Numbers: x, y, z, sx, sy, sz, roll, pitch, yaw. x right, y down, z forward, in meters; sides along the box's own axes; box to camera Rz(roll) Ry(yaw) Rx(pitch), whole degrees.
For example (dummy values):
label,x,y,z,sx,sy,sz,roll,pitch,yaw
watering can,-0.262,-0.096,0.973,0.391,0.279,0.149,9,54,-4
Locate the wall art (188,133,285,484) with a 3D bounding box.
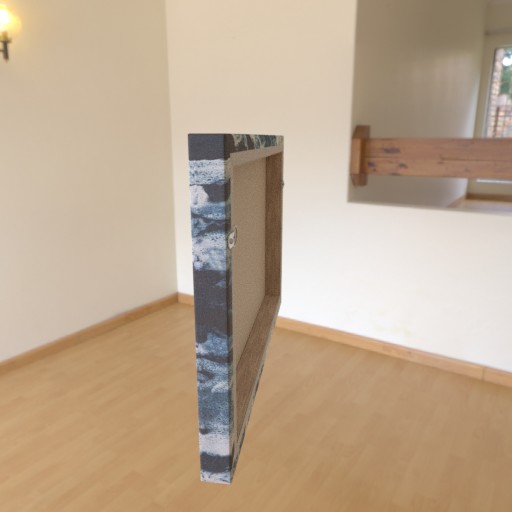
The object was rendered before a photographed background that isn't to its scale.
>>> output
label,x,y,z,sx,sy,sz,roll,pitch,yaw
wall art,0.000,0.000,0.771,0.043,0.407,0.609,2,15,8
